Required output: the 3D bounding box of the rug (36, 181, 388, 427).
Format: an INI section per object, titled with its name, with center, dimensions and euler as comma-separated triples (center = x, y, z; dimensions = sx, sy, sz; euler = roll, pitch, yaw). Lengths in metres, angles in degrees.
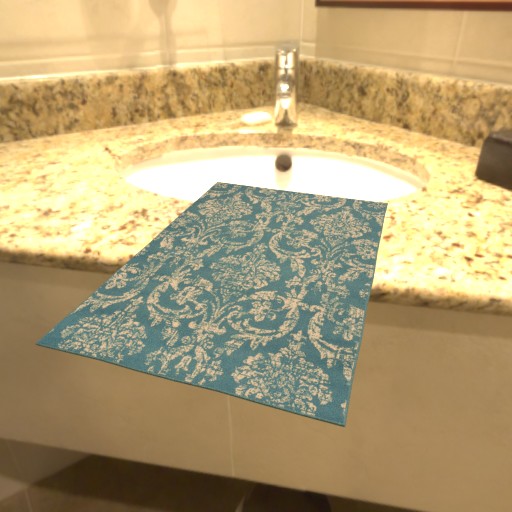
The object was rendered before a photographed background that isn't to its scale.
[rug]
center = 0.000, 0.000, 2.317
dimensions = 1.211, 0.012, 1.833
euler = 10, 32, 16
